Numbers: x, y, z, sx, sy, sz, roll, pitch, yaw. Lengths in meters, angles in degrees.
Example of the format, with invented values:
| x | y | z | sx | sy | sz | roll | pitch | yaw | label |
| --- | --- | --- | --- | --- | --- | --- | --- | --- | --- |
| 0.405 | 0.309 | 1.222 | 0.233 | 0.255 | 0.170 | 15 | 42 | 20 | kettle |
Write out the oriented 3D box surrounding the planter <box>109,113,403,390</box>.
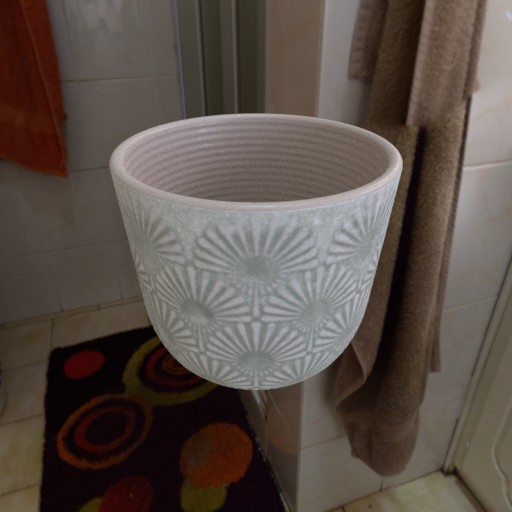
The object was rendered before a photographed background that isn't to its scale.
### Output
| x | y | z | sx | sy | sz | roll | pitch | yaw | label |
| --- | --- | --- | --- | --- | --- | --- | --- | --- | --- |
| 0.000 | 0.000 | 0.304 | 0.170 | 0.152 | 0.170 | 0 | 31 | 0 | planter |
